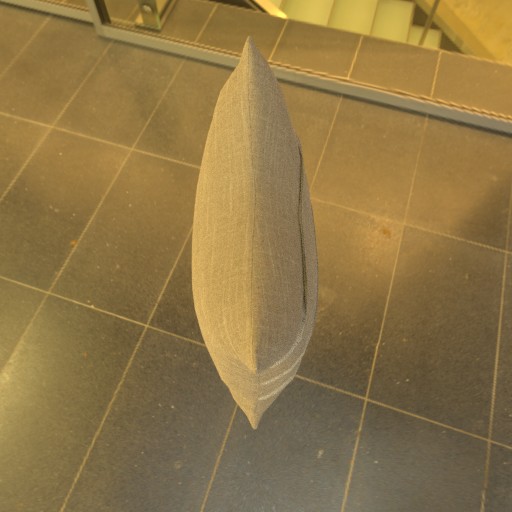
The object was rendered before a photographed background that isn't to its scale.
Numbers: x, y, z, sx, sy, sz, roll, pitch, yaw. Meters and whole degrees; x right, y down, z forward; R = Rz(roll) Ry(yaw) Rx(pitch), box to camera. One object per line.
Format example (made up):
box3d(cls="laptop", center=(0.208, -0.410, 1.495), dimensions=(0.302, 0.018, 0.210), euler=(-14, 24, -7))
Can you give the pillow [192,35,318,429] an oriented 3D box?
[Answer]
box3d(cls="pillow", center=(0.000, 0.000, 0.628), dimensions=(0.169, 0.400, 0.424), euler=(-1, 63, 0))
